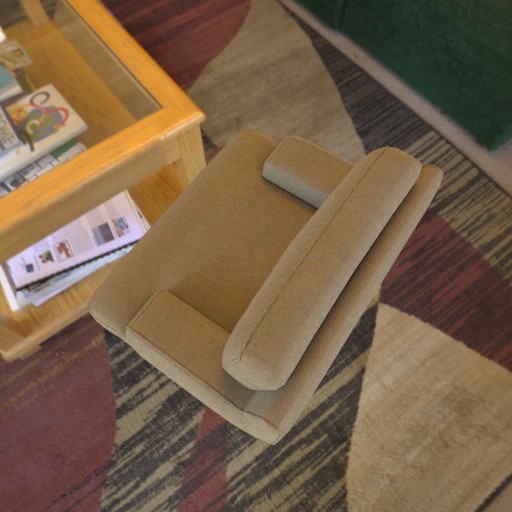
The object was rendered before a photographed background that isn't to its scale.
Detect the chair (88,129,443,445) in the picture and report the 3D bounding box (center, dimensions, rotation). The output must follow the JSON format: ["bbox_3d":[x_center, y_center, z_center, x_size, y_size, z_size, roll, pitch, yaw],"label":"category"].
[{"bbox_3d":[0.000,0.000,2.003,1.043,0.974,1.270,32,69,14],"label":"chair"}]
